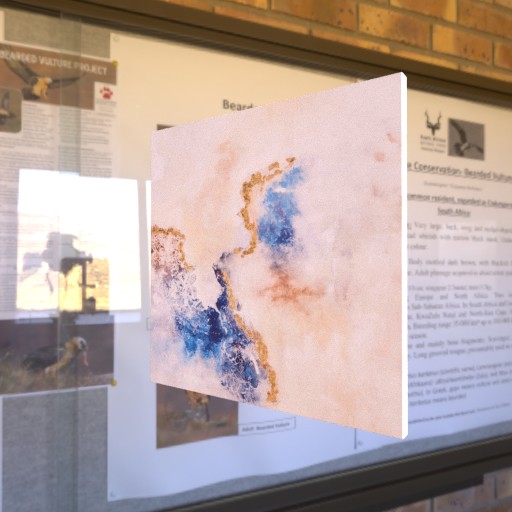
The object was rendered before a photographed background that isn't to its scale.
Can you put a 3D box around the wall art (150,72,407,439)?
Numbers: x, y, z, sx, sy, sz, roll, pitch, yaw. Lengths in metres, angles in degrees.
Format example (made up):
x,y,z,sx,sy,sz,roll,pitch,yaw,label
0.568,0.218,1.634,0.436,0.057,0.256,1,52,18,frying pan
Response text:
x,y,z,sx,sy,sz,roll,pitch,yaw,label
0.000,0.000,1.339,0.889,0.889,0.038,0,-1,35,wall art
